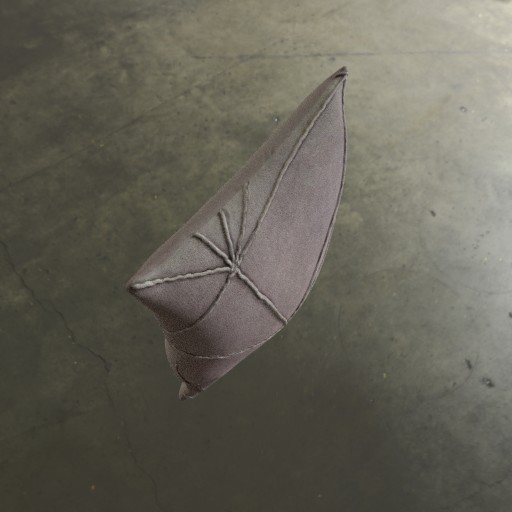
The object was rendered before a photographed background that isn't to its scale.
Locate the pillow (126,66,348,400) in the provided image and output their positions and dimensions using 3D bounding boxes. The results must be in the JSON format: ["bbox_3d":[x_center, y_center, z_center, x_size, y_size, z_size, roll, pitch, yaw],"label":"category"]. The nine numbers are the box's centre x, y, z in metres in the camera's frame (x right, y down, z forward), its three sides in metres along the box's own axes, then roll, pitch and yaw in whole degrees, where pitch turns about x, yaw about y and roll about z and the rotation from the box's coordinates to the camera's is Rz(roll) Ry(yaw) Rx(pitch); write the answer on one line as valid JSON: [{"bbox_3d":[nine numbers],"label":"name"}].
[{"bbox_3d":[0.000,0.000,0.701,0.185,0.440,0.439,32,64,18],"label":"pillow"}]
